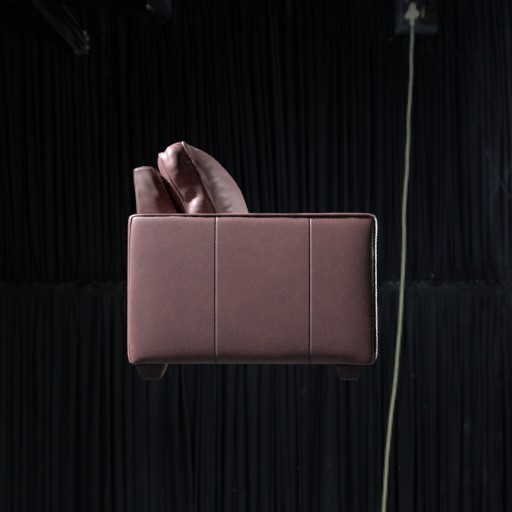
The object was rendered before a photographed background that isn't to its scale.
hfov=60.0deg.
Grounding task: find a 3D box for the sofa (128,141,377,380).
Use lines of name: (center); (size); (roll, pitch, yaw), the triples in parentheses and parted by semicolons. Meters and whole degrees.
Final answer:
sofa: (0.000, 0.000, 2.604); (0.940, 0.919, 2.080); (0, 0, 1)
